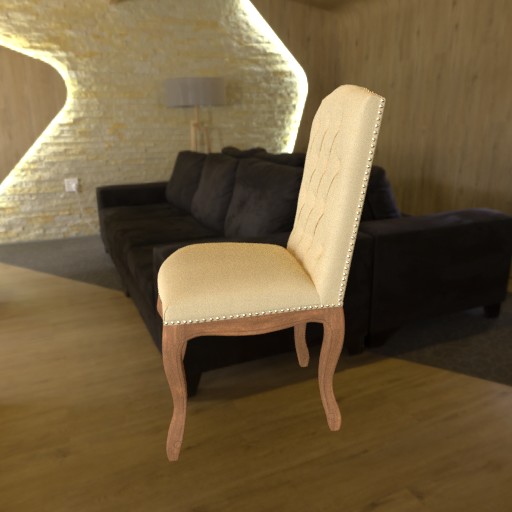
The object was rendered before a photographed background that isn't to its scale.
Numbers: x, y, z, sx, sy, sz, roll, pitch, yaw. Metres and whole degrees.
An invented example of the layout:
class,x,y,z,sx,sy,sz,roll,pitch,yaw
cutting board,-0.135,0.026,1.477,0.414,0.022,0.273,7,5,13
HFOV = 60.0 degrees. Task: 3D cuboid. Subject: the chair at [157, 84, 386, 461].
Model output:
class,x,y,z,sx,sy,sz,roll,pitch,yaw
chair,0.000,0.000,1.596,0.715,1.165,0.623,-2,16,-8
